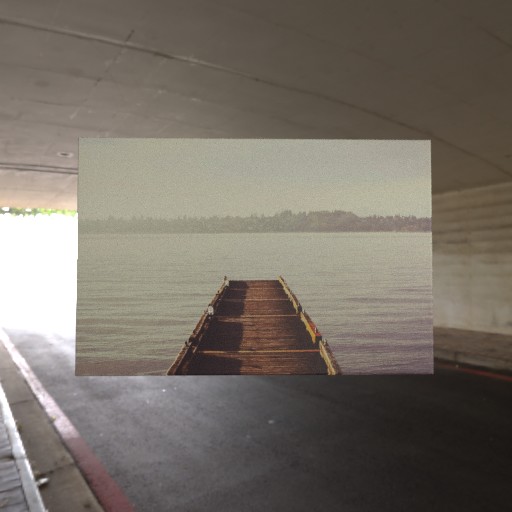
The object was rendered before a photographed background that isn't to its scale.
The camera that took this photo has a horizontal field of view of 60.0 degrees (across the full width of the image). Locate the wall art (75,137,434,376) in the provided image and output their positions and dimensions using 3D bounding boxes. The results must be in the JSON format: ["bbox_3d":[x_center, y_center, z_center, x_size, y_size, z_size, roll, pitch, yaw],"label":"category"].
[{"bbox_3d":[0.000,0.000,0.777,0.615,0.410,0.021,0,-2,-1],"label":"wall art"}]
